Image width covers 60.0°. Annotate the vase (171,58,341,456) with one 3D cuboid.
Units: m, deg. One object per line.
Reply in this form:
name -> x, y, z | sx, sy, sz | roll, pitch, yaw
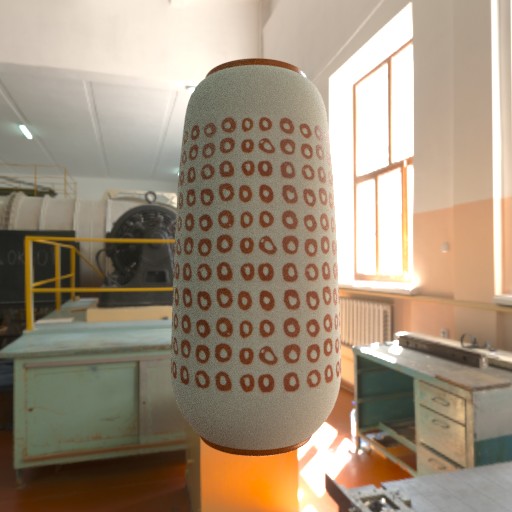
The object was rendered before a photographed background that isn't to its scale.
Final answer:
vase -> 0.000, 0.000, 0.354 | 0.133, 0.282, 0.133 | 0, -1, 0
